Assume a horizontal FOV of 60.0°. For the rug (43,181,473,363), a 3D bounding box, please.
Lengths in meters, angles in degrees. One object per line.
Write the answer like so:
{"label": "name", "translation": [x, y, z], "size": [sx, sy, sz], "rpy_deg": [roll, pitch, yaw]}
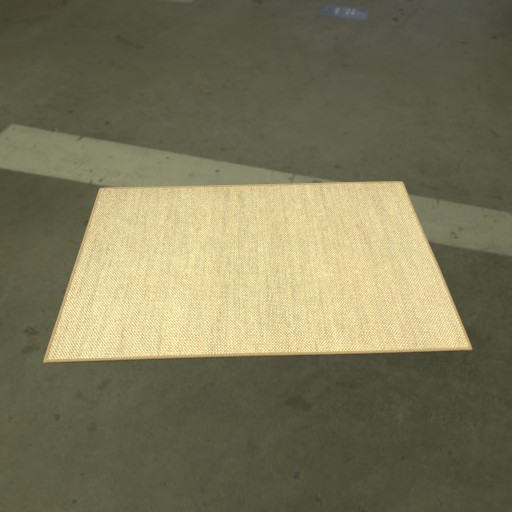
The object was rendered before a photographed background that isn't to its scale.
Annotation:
{"label": "rug", "translation": [0.000, 0.000, 2.072], "size": [1.667, 0.013, 1.062], "rpy_deg": [-1, 47, -1]}
